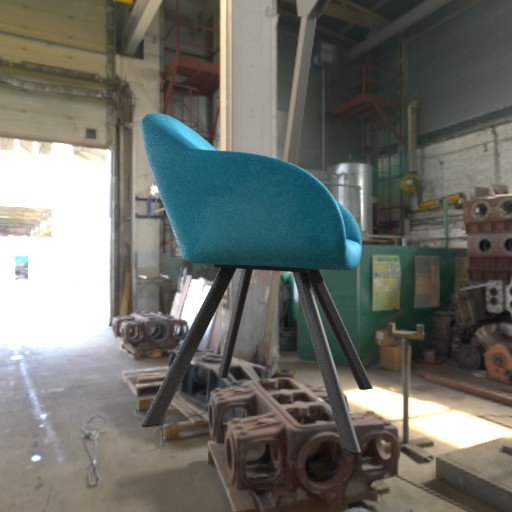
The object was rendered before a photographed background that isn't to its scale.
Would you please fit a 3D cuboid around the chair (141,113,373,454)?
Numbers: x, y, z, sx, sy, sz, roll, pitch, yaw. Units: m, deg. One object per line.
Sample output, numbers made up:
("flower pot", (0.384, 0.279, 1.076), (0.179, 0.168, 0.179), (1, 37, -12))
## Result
("chair", (0.000, 0.000, 1.204), (0.590, 0.795, 0.550), (0, -1, 18))
